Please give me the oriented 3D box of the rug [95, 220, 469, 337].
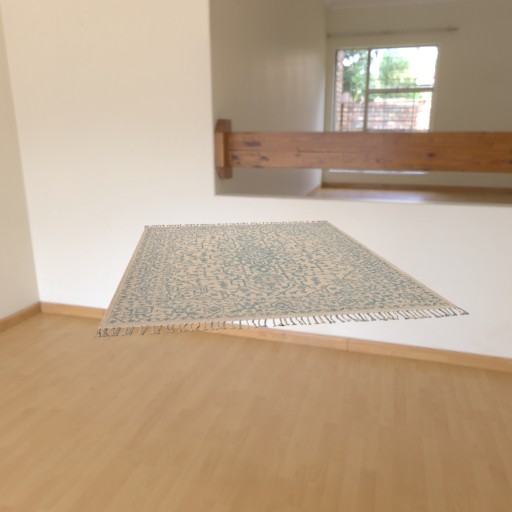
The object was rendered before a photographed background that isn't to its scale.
[{"bbox_3d":[0.000,0.000,4.401,2.464,0.010,3.327,-2,16,-8],"label":"rug"}]
